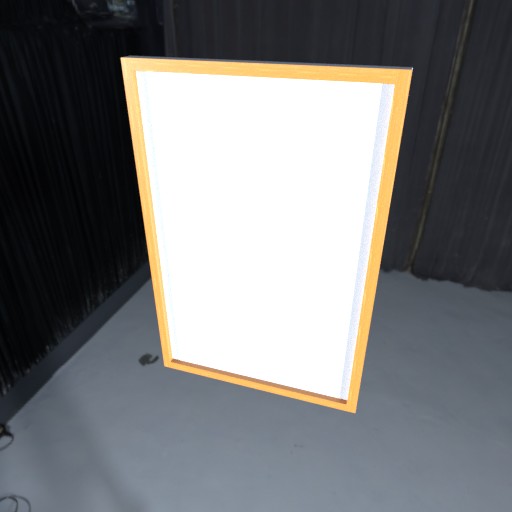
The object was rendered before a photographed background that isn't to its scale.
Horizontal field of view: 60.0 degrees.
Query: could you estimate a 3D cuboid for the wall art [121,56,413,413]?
[{"bbox_3d":[0.000,0.000,0.752,0.405,0.608,0.025,9,32,15],"label":"wall art"}]
